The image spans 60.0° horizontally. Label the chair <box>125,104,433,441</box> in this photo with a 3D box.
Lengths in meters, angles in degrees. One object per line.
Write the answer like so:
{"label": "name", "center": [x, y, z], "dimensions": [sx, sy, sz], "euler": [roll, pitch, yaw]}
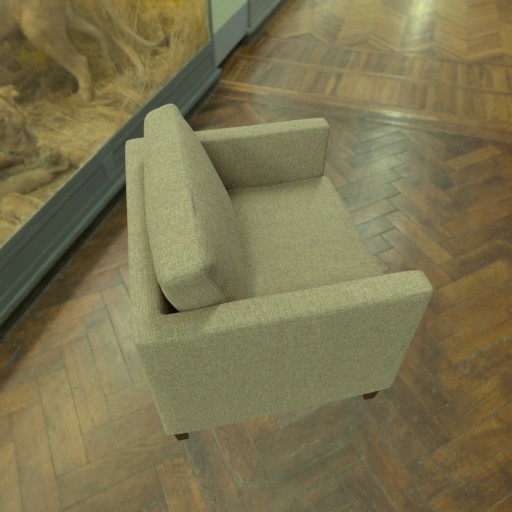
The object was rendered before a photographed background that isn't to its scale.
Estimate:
{"label": "chair", "center": [0.000, 0.000, 1.858], "dimensions": [0.959, 0.987, 1.107], "euler": [-9, 47, -9]}
